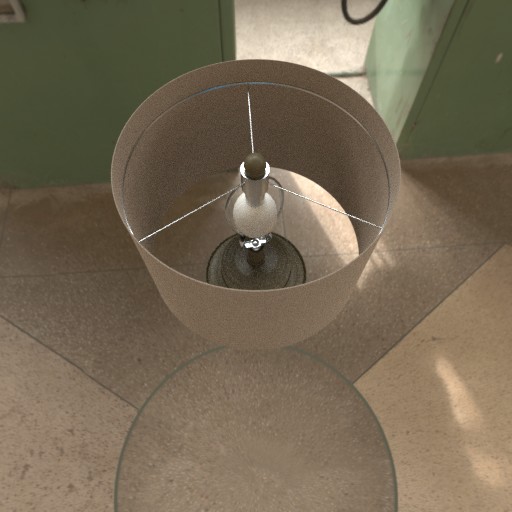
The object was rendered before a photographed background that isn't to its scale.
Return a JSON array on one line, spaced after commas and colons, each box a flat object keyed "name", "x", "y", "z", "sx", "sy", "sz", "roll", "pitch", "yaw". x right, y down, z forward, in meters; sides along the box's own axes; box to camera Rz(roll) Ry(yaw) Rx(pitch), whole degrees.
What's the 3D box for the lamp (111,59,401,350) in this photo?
[{"name": "lamp", "x": 0.000, "y": 0.000, "z": 0.705, "sx": 0.318, "sy": 0.486, "sz": 0.318, "roll": 0, "pitch": 63, "yaw": 0}]
